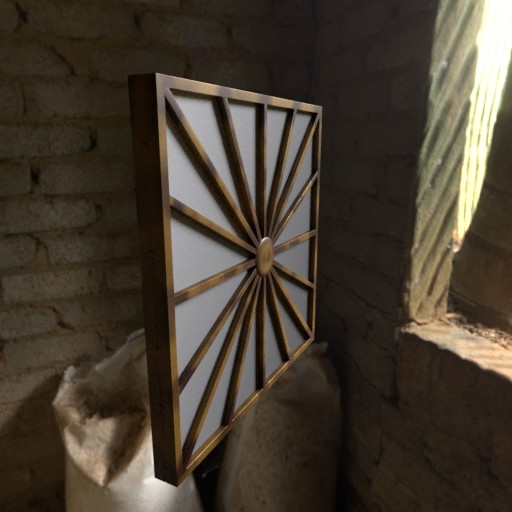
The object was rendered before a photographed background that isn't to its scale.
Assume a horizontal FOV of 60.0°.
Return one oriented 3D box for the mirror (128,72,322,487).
[{"bbox_3d":[0.000,0.000,0.743,0.042,0.507,0.509,7,16,27],"label":"mirror"}]
